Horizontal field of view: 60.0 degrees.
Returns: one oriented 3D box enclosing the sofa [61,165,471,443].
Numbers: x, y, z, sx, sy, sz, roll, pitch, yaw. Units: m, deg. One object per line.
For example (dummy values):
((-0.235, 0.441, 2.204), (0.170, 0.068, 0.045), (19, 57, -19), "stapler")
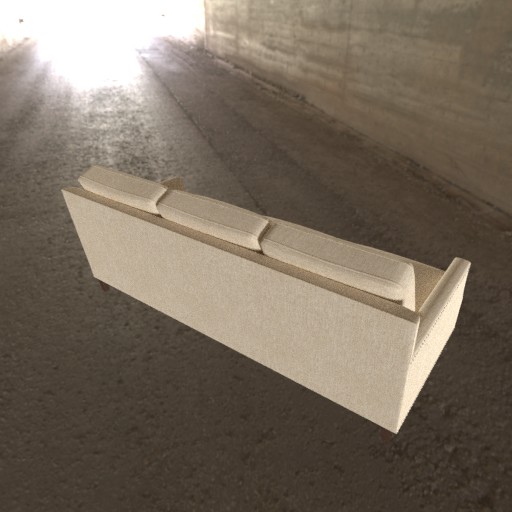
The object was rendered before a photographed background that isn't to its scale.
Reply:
((0.000, 0.000, 2.684), (2.210, 0.940, 1.041), (20, 36, 31), "sofa")
